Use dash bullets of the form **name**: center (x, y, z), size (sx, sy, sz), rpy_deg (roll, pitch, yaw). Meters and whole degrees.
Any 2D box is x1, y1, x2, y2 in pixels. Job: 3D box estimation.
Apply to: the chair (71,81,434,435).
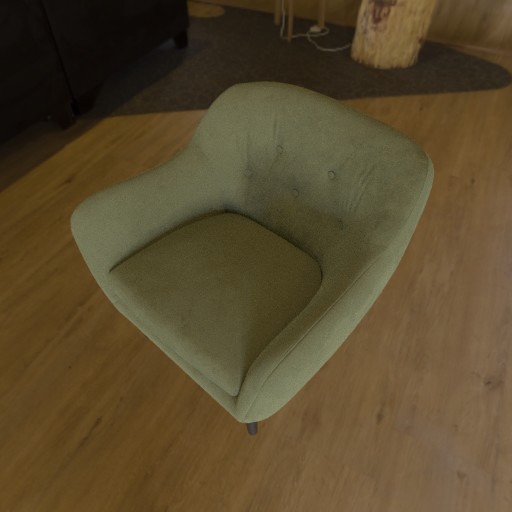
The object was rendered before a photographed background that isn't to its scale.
- **chair**: center (0.000, 0.000, 1.459), size (0.840, 0.804, 0.819), rpy_deg (34, 55, 28)
